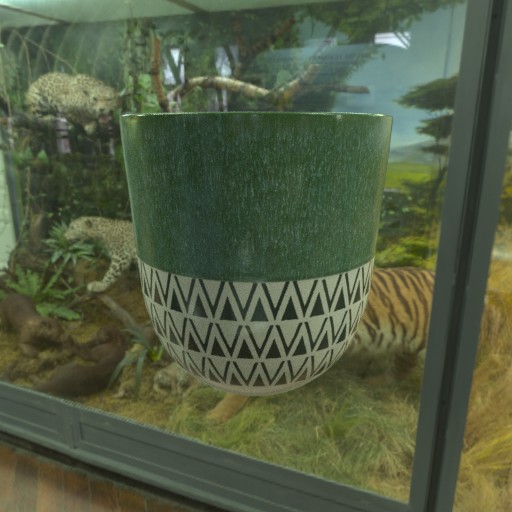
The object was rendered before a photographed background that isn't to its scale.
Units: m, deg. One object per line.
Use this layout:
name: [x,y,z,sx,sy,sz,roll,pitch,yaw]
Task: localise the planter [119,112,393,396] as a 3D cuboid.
planter: [0.000,0.000,0.357,0.195,0.214,0.195,0,16,0]
